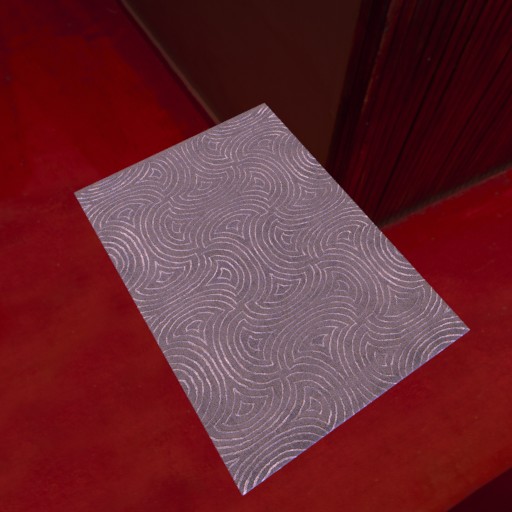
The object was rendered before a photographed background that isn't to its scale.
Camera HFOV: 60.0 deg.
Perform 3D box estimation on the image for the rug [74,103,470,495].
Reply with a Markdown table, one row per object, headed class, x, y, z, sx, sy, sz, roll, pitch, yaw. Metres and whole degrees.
| class | x | y | z | sx | sy | sz | roll | pitch | yaw |
| --- | --- | --- | --- | --- | --- | --- | --- | --- | --- |
| rug | 0.000 | 0.000 | 2.773 | 1.543 | 0.015 | 2.144 | -30 | 66 | -15 |
